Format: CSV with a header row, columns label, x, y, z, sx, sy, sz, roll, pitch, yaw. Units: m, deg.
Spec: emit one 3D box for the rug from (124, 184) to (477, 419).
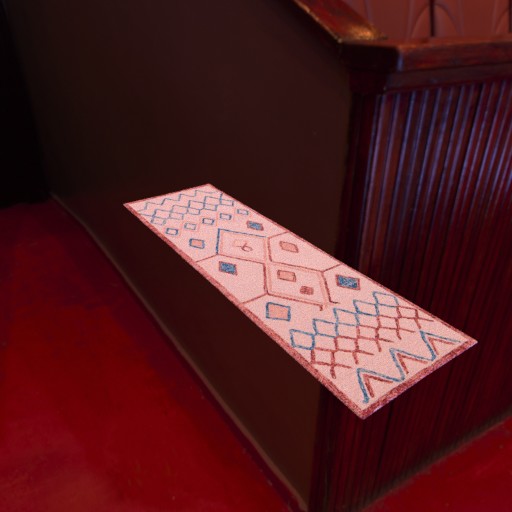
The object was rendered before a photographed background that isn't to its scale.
label,x,y,z,sx,sy,sz,roll,pitch,yaw
rug,0.000,0.000,2.689,0.750,0.011,2.435,-19,35,-30
